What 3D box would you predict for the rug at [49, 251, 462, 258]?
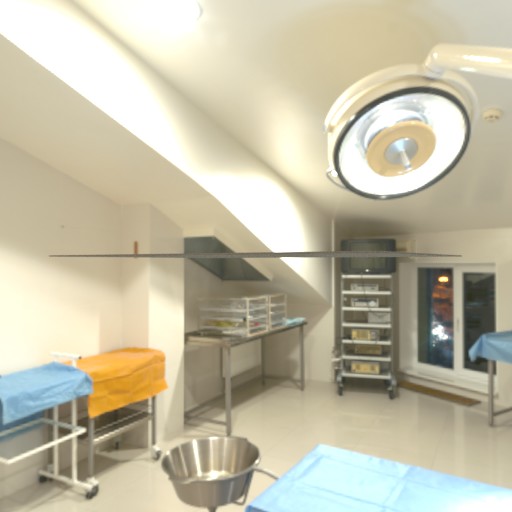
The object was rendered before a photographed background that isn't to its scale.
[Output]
[{"bbox_3d":[0.000,0.000,2.944,2.235,0.008,1.600,0,-1,35],"label":"rug"}]
